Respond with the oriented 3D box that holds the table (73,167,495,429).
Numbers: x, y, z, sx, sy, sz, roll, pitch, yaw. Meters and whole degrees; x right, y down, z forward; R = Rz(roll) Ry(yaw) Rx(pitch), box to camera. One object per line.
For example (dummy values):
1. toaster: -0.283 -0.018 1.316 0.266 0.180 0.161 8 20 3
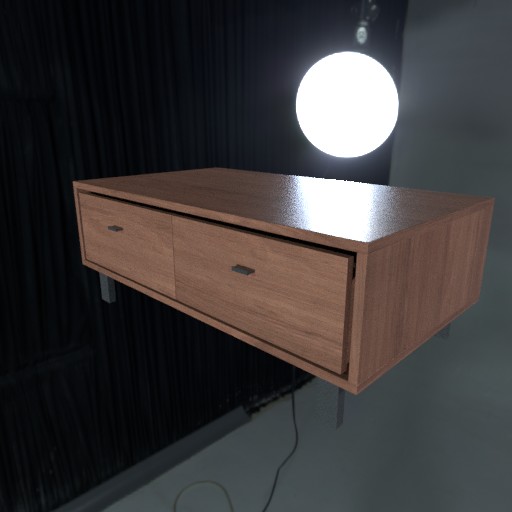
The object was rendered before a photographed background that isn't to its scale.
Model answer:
1. table: 0.000 0.000 1.257 1.020 0.380 0.600 16 23 42
